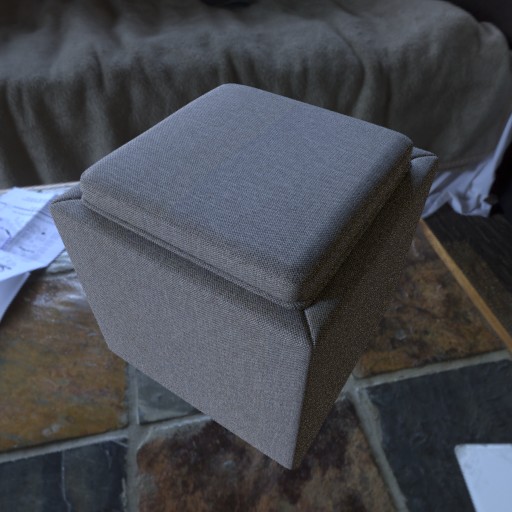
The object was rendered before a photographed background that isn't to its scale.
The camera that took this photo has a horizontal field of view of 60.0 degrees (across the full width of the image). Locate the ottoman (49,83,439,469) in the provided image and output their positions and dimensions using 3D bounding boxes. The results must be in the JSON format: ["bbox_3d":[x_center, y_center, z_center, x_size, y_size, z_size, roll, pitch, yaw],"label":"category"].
[{"bbox_3d":[0.000,0.000,0.811,0.450,0.460,0.450,25,51,22],"label":"ottoman"}]
